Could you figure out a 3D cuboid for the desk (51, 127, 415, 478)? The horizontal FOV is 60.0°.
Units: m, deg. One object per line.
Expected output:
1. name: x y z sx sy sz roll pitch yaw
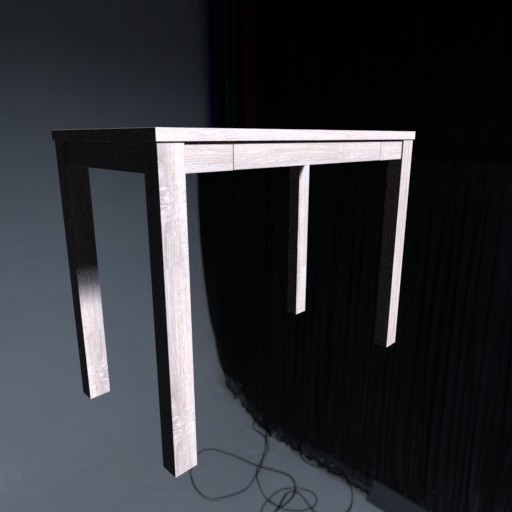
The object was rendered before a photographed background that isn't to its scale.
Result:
1. desk: 0.000 0.000 1.403 0.991 0.762 0.495 -14 21 -42
